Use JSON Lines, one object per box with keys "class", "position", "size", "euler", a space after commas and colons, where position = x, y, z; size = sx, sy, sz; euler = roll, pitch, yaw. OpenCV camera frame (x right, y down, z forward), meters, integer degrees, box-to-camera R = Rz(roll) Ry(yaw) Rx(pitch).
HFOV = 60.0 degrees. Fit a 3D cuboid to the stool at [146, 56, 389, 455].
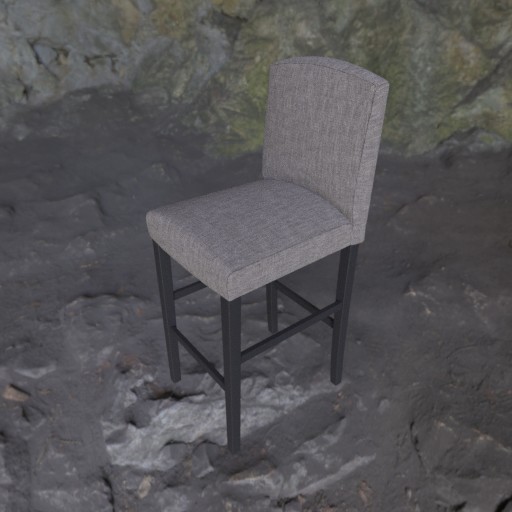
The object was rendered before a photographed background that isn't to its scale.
{"class": "stool", "position": [0.000, 0.000, 1.425], "size": [0.552, 1.138, 0.451], "euler": [-22, 37, -32]}
